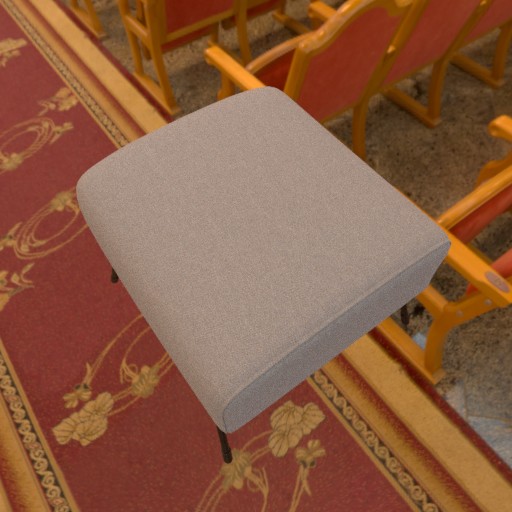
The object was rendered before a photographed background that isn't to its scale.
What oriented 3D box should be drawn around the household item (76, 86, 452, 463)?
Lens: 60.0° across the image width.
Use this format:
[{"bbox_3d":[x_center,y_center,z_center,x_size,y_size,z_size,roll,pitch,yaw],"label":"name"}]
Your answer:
[{"bbox_3d":[0.000,0.000,0.916,0.530,0.410,0.530,-32,63,-18],"label":"household item"}]
